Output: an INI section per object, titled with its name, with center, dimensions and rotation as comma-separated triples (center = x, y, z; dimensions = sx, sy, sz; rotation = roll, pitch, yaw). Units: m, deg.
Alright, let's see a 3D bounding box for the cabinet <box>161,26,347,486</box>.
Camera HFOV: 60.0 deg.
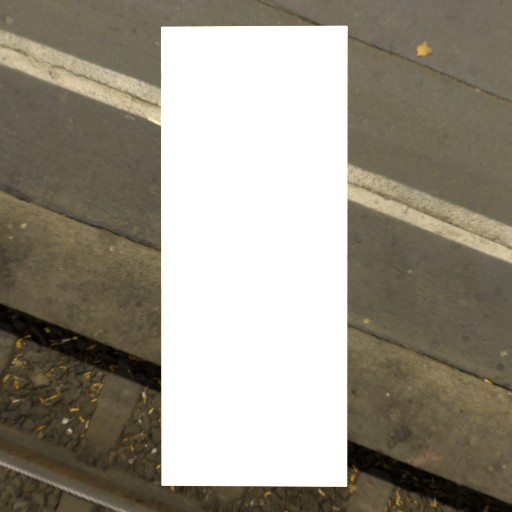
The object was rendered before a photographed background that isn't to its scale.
[cabinet]
center = 0.000, 0.000, 1.413
dimensions = 0.420, 0.820, 1.040
rotation = 0, 90, 1
